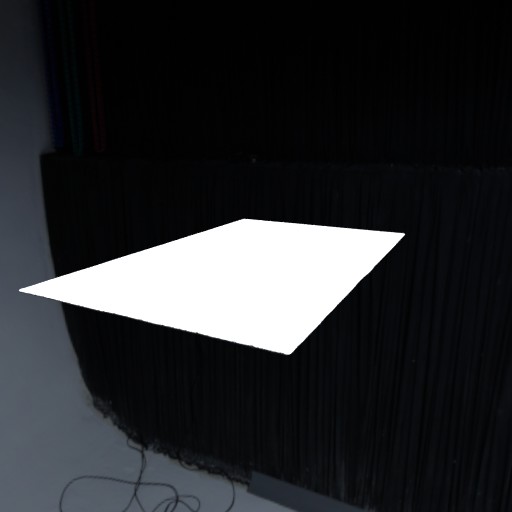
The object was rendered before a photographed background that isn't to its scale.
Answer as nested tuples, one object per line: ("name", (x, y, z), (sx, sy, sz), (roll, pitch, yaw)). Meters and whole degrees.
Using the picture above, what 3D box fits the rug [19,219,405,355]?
("rug", (0.000, 0.000, 3.011), (1.546, 0.010, 2.442), (8, 16, 27))
